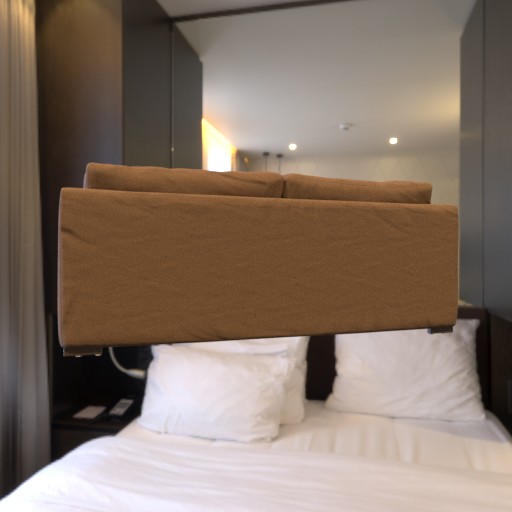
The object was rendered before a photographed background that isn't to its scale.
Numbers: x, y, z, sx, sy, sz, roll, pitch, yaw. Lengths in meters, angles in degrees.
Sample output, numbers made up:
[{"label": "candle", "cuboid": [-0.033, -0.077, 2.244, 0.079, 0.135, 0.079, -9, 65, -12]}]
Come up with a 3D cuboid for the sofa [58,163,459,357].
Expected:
[{"label": "sofa", "cuboid": [0.000, 0.000, 2.892, 2.274, 0.950, 1.140, 0, 0, -18]}]
